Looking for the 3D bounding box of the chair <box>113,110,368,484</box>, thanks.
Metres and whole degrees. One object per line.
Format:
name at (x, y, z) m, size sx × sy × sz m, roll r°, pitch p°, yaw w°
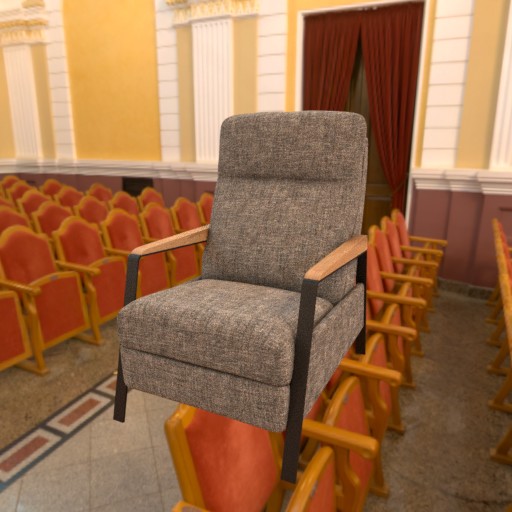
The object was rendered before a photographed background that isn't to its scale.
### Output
chair at (0.000, 0.000, 1.627) m, size 0.671 × 1.042 × 0.868 m, roll 7°, pitch 16°, yaw 25°
